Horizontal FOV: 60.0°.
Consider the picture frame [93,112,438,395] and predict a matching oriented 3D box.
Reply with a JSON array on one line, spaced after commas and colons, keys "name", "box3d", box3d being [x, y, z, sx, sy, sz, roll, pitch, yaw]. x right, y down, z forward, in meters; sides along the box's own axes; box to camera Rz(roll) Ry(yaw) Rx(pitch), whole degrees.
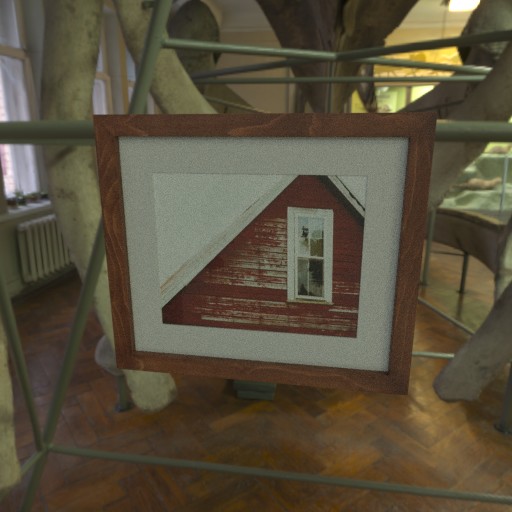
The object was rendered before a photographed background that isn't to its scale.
[{"name": "picture frame", "box3d": [0.000, 0.000, 0.541, 0.381, 0.330, 0.025, 3, 16, 9]}]
